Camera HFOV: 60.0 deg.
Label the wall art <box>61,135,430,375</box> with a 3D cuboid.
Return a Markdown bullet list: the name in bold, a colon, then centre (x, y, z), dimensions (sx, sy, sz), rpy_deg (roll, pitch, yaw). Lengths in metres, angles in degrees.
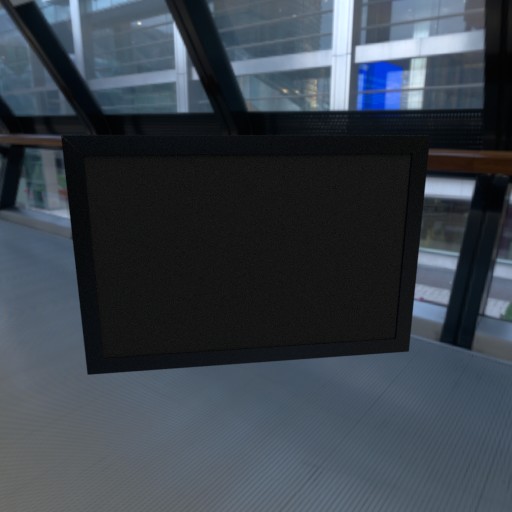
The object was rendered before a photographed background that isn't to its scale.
- **wall art**: centre (0.000, 0.000, 0.850), dimensions (0.660, 0.447, 0.013), rpy_deg (-2, 15, -8)
